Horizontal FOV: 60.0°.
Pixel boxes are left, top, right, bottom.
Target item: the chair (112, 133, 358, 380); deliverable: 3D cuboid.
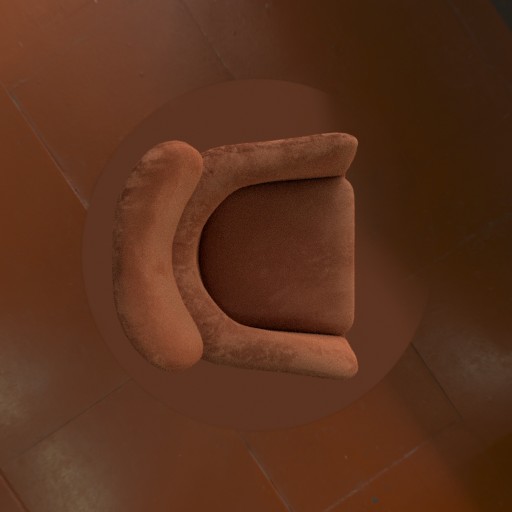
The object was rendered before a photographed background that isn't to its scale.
[{"bbox_3d":[0.000,0.000,1.146,0.523,0.772,0.561,0,90,0],"label":"chair"}]
